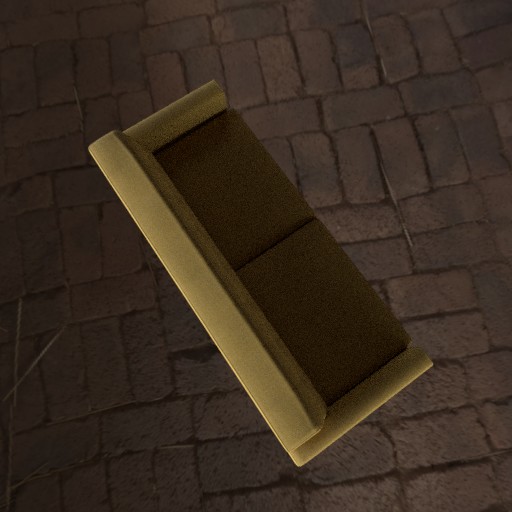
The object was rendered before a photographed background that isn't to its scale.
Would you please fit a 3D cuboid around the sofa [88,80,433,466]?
[{"bbox_3d":[0.000,0.000,2.537,0.909,0.841,2.029,-34,78,-8],"label":"sofa"}]
